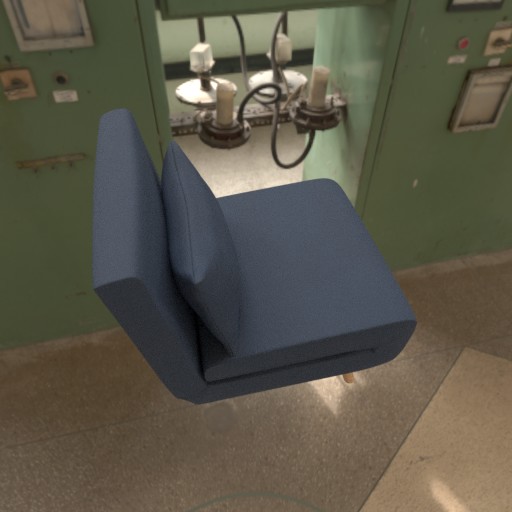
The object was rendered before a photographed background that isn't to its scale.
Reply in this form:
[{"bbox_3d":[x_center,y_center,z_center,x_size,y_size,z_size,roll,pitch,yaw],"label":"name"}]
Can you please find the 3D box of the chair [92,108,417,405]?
[{"bbox_3d":[0.000,0.000,1.533,0.900,0.808,0.770,-9,47,-9],"label":"chair"}]
